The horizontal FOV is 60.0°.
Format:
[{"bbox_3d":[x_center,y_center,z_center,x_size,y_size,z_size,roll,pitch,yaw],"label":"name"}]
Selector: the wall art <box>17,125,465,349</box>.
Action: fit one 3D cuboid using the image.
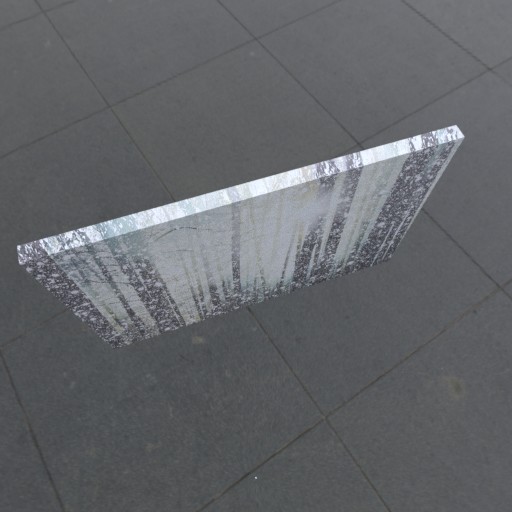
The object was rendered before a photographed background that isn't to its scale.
[{"bbox_3d":[0.000,0.000,1.145,0.919,0.598,0.038,-17,65,-8],"label":"wall art"}]
